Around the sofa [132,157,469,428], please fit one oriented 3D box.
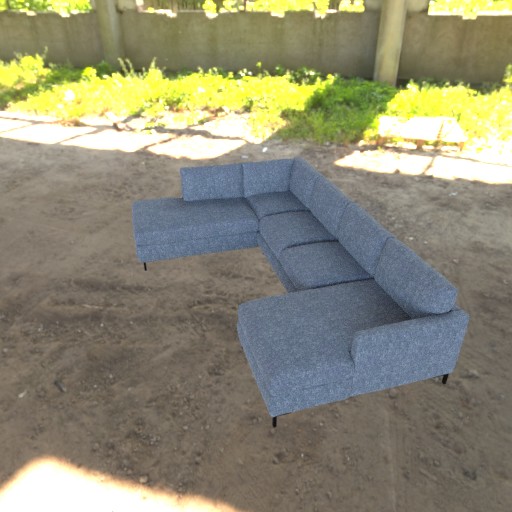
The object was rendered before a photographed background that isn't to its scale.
[{"bbox_3d":[0.000,0.000,3.594,1.879,0.756,2.737,-8,31,-14],"label":"sofa"}]
